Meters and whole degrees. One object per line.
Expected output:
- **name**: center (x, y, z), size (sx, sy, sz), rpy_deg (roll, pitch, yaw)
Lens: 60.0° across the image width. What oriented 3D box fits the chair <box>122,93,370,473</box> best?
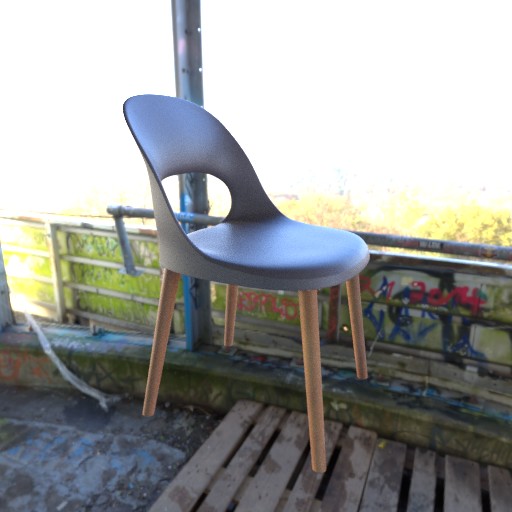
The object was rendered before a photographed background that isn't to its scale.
- **chair**: center (0.000, 0.000, 1.133), size (0.556, 0.795, 0.470), rpy_deg (8, 18, 25)
